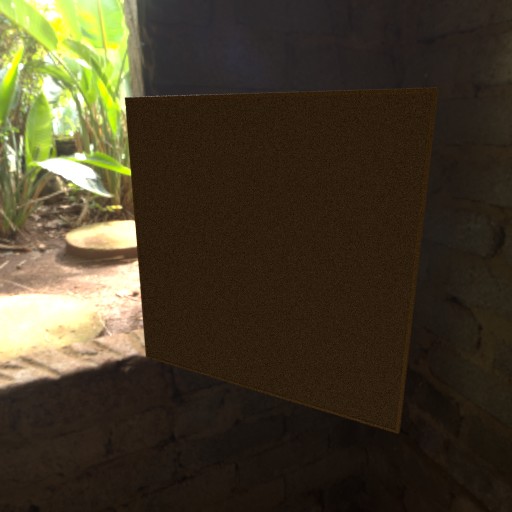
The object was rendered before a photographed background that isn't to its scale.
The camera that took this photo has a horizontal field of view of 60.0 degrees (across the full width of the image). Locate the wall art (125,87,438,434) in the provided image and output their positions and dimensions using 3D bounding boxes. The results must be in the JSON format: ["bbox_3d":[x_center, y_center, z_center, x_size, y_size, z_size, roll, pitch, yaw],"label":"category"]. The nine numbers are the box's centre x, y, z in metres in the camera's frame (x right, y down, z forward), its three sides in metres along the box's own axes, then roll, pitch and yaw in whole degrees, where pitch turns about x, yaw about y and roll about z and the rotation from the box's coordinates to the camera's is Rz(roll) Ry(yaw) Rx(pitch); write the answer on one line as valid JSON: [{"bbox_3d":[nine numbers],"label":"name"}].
[{"bbox_3d":[0.000,0.000,0.950,0.657,0.655,0.014,9,19,26],"label":"wall art"}]
